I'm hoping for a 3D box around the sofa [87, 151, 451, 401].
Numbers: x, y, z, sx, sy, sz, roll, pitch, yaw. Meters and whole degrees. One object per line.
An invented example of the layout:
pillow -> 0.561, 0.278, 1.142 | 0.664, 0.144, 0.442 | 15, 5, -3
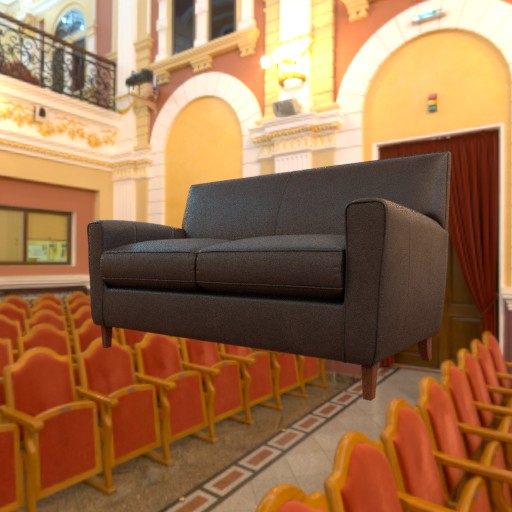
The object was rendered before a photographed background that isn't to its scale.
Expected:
sofa -> 0.000, 0.000, 1.983 | 1.473, 0.871, 0.787 | 0, 0, 36
